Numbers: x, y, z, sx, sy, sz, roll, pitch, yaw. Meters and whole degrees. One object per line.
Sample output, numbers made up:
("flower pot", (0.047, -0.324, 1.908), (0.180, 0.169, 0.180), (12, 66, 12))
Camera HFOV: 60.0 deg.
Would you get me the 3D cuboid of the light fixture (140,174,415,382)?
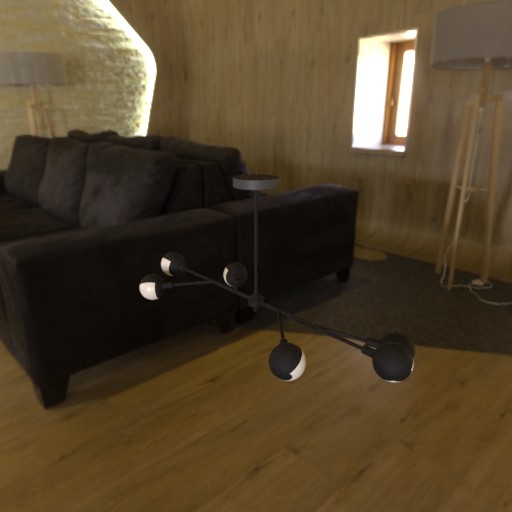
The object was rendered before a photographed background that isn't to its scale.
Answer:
("light fixture", (0.000, 0.000, 1.023), (0.434, 0.362, 0.778), (-9, 20, -25))
